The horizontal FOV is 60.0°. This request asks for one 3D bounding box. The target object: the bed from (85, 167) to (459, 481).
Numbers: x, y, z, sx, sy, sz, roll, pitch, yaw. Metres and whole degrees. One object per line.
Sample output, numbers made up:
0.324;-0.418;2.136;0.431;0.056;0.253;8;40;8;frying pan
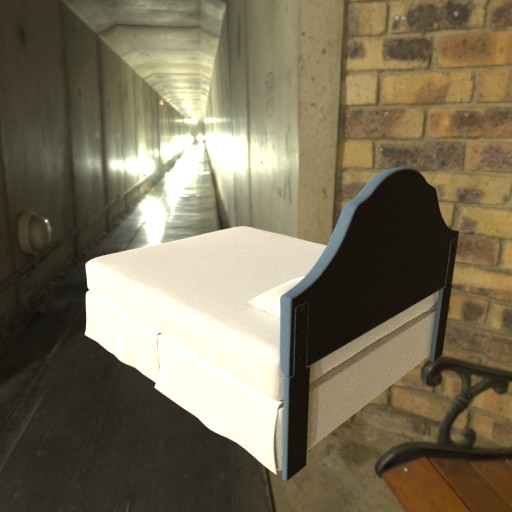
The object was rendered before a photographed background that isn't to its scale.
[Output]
0.000;0.000;3.673;2.039;1.617;2.477;-16;23;-42;bed
